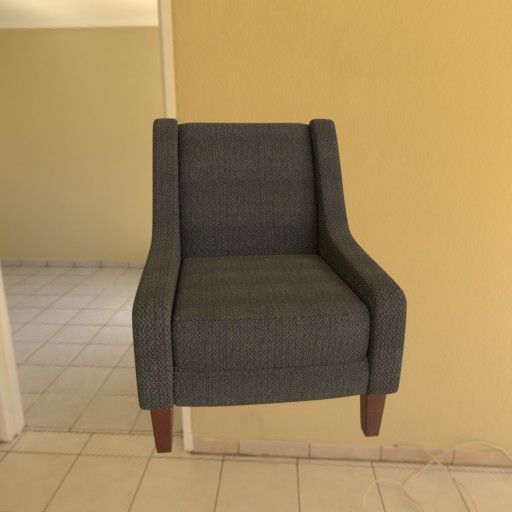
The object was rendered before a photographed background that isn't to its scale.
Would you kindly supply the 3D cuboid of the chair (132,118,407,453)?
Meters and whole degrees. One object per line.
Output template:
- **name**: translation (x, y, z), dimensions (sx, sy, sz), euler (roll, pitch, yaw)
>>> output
- **chair**: translation (0.000, 0.000, 1.662), dimensions (0.793, 1.012, 0.944), euler (-2, 15, -6)
